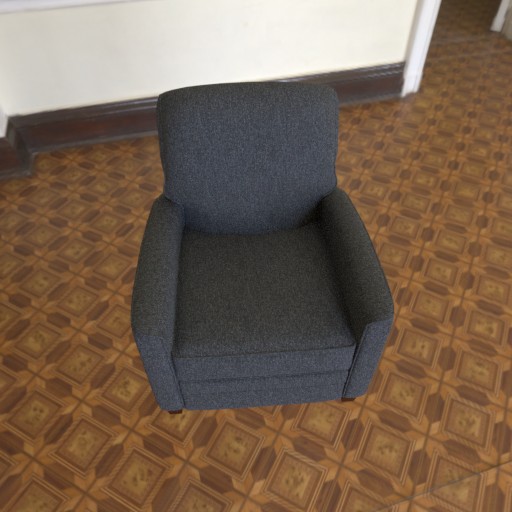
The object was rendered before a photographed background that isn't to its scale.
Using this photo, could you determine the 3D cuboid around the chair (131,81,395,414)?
[{"bbox_3d":[0.000,0.000,1.677,0.839,1.016,0.850,-3,46,-3],"label":"chair"}]
